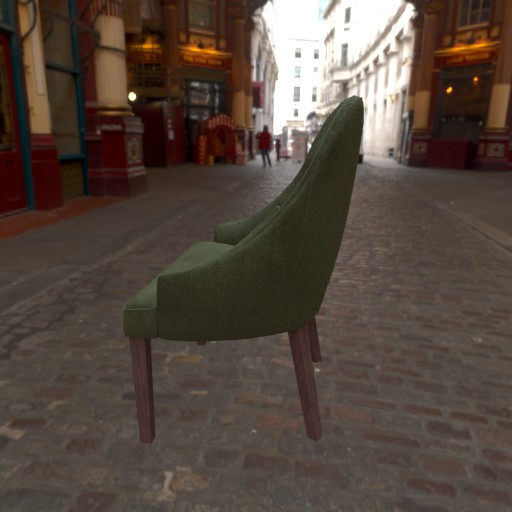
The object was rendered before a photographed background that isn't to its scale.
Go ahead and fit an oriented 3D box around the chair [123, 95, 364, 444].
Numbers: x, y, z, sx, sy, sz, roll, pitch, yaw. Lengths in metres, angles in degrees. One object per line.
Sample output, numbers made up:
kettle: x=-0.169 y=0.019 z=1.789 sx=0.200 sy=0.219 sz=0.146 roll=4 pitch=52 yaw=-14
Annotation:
chair: x=0.000 y=0.000 z=1.314 sx=0.575 sy=0.889 sz=0.643 roll=2 pitch=16 yaw=8
